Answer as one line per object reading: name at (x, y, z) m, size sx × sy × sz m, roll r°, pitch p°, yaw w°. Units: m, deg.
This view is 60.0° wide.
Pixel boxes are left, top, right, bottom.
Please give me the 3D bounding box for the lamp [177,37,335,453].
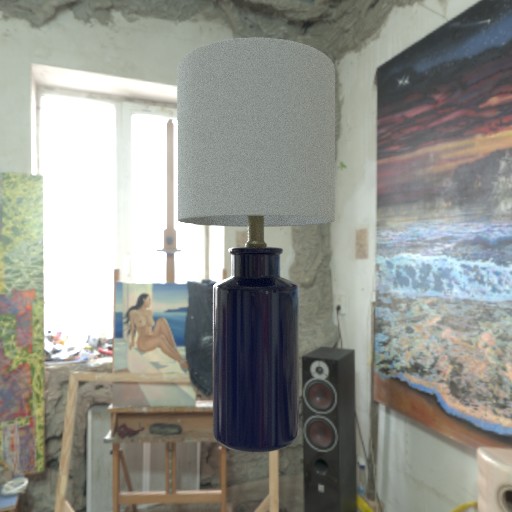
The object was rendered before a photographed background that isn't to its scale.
lamp at (0.000, 0.000, 0.605) m, size 0.212 × 0.493 × 0.212 m, roll 0°, pitch 0°, yaw 37°
